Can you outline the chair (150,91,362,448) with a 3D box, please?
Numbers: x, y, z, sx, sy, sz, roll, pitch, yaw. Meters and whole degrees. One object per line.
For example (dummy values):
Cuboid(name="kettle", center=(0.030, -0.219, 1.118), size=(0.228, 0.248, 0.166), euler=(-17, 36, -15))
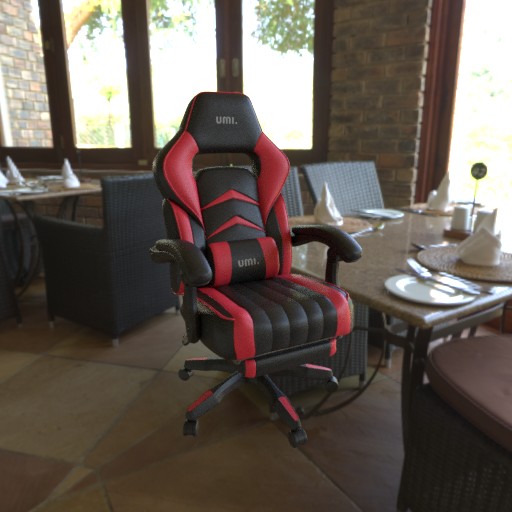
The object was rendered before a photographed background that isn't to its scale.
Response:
Cuboid(name="chair", center=(0.000, 0.000, 1.681), size=(0.700, 1.220, 0.700), euler=(-8, 16, -27))
